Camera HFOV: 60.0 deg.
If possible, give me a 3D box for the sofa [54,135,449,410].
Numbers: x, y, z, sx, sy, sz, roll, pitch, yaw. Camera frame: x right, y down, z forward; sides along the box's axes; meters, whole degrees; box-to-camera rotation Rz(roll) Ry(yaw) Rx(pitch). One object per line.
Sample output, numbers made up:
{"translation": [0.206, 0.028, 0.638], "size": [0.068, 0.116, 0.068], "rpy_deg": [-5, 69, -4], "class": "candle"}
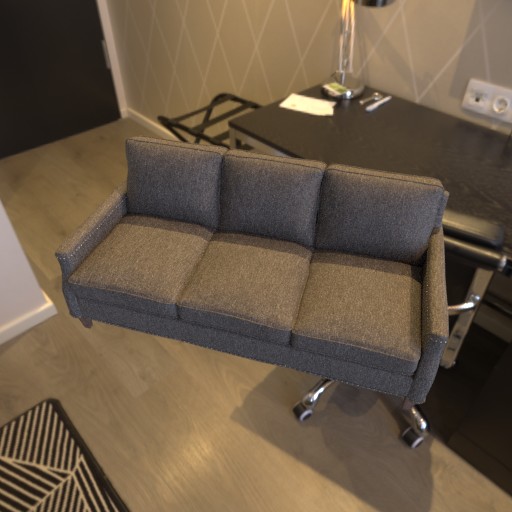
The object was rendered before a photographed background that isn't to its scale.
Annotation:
{"translation": [0.000, 0.000, 2.804], "size": [2.246, 1.003, 1.084], "rpy_deg": [11, 43, 12], "class": "sofa"}
